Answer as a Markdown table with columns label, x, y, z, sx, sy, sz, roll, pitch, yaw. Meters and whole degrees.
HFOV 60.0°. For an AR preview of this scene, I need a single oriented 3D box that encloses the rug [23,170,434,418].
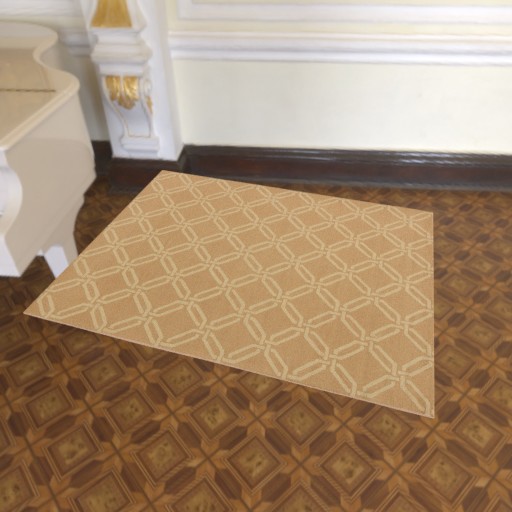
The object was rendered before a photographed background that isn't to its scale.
| label | x | y | z | sx | sy | sz | roll | pitch | yaw |
| --- | --- | --- | --- | --- | --- | --- | --- | --- | --- |
| rug | 0.000 | 0.000 | 3.785 | 2.895 | 0.018 | 2.288 | 11 | 40 | 13 |
